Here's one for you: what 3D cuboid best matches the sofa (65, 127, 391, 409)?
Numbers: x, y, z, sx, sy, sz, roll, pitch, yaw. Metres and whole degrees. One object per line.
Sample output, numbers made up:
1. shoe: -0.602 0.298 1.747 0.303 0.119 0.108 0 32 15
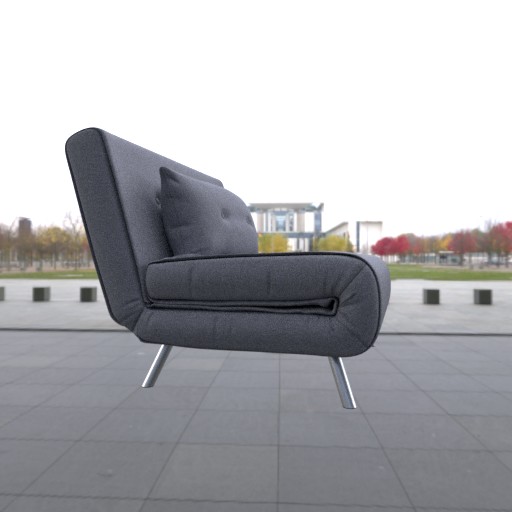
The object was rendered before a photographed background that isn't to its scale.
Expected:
1. sofa: 0.000 0.000 1.753 1.000 0.825 1.020 0 0 18
